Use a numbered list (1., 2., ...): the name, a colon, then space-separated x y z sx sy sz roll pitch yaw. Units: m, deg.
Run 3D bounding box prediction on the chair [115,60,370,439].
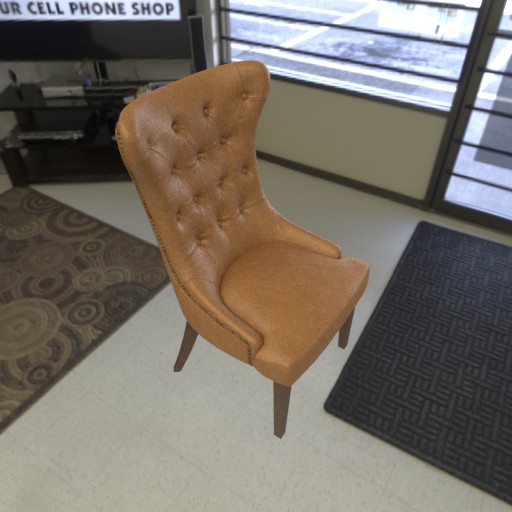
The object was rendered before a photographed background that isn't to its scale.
1. chair: 0.000 0.000 1.502 0.669 1.065 0.611 25 47 26
